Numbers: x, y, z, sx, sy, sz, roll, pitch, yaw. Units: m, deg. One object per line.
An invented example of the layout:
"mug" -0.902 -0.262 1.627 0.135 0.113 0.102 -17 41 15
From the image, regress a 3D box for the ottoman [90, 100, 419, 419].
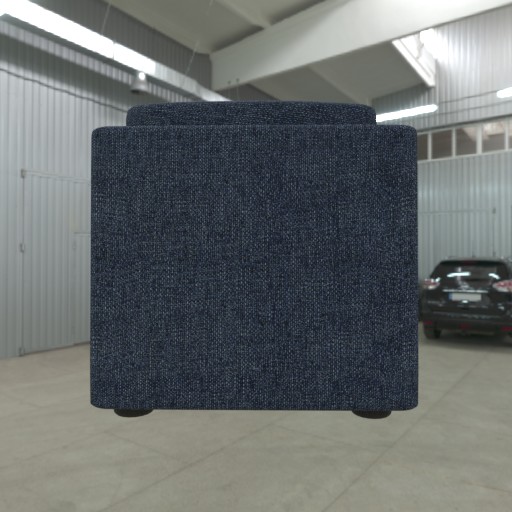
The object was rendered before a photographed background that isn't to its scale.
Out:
"ottoman" 0.000 0.000 0.817 0.450 0.460 0.450 0 -1 1
